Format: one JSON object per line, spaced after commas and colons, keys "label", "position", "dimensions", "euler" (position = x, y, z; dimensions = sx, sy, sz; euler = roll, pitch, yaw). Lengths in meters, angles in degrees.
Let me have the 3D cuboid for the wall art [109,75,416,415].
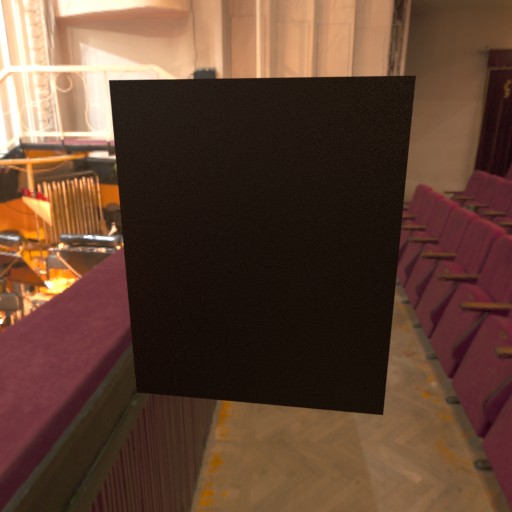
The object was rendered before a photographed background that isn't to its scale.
{"label": "wall art", "position": [0.000, 0.000, 0.747], "dimensions": [0.457, 0.557, 0.028], "euler": [3, 17, 8]}
